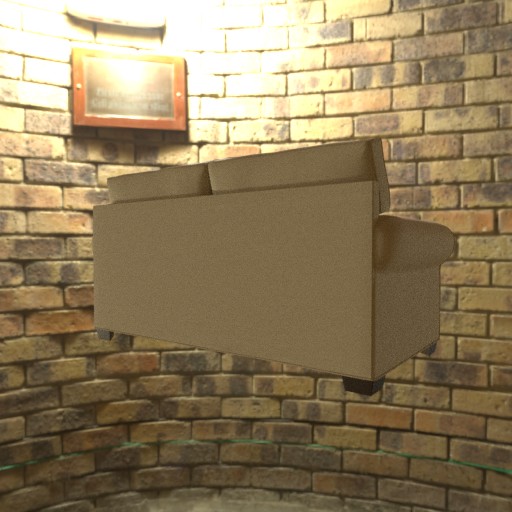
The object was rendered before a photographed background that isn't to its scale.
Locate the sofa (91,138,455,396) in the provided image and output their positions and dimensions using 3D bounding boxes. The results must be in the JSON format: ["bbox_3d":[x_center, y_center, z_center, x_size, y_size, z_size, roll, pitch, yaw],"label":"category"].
[{"bbox_3d":[0.000,0.000,2.319,1.774,0.933,0.861,1,2,37],"label":"sofa"}]
